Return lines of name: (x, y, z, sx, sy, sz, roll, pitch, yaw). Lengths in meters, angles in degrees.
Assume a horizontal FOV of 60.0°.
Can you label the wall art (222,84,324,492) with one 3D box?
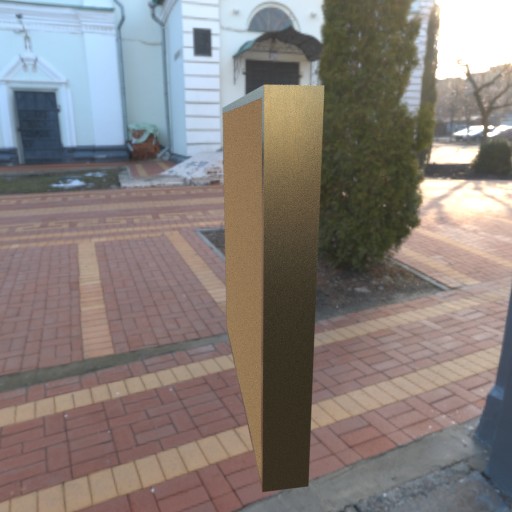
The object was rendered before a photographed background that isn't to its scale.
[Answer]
wall art: (0.000, 0.000, 0.459, 0.038, 0.304, 0.304, -2, 16, -9)
